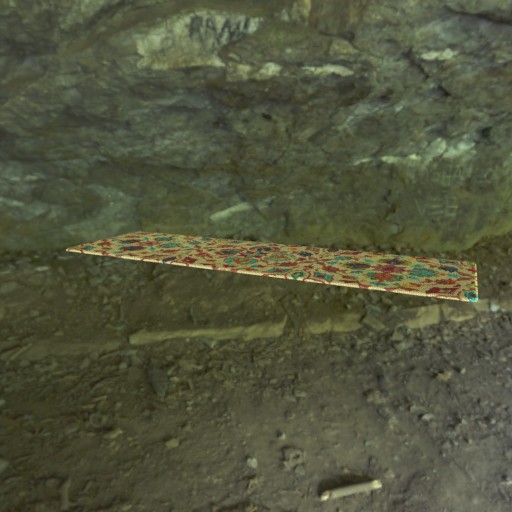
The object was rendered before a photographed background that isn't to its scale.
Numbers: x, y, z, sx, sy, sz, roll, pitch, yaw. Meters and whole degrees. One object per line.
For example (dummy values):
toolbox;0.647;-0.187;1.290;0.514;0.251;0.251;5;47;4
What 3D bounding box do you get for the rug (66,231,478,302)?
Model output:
rug;0.000;0.000;2.535;2.273;0.016;0.693;6;14;24
